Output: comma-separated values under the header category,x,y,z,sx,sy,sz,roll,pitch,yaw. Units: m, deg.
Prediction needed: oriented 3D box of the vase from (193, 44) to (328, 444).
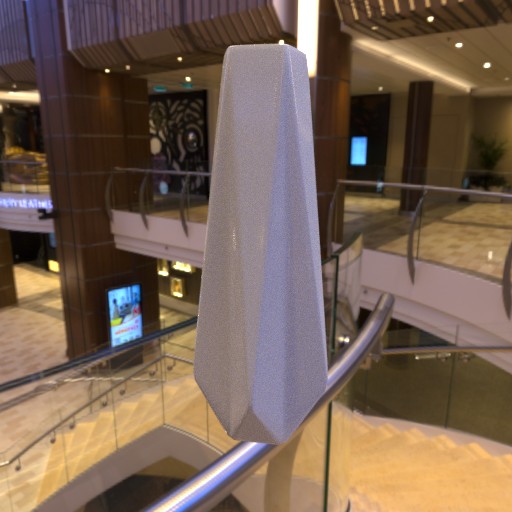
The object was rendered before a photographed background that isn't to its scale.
category,x,y,z,sx,sy,sz,roll,pitch,yaw
vase,0.000,0.000,0.388,0.116,0.329,0.122,-2,14,-9
